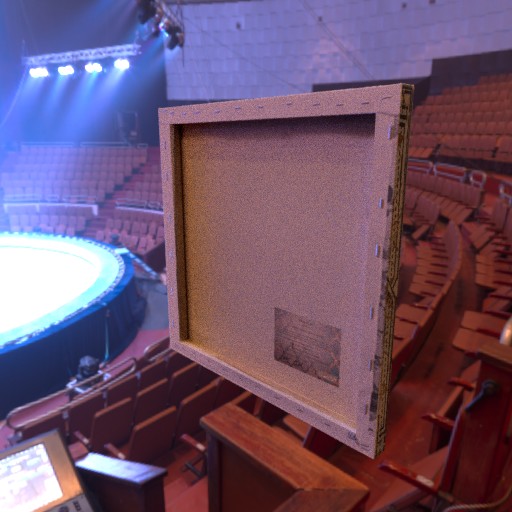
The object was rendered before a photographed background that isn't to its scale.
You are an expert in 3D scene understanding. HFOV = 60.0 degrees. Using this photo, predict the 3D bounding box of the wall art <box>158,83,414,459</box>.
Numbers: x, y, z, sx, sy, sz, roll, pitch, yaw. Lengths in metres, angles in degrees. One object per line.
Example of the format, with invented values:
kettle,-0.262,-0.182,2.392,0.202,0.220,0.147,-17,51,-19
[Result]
wall art,0.000,0.000,0.906,0.036,0.607,0.609,-14,19,-43
